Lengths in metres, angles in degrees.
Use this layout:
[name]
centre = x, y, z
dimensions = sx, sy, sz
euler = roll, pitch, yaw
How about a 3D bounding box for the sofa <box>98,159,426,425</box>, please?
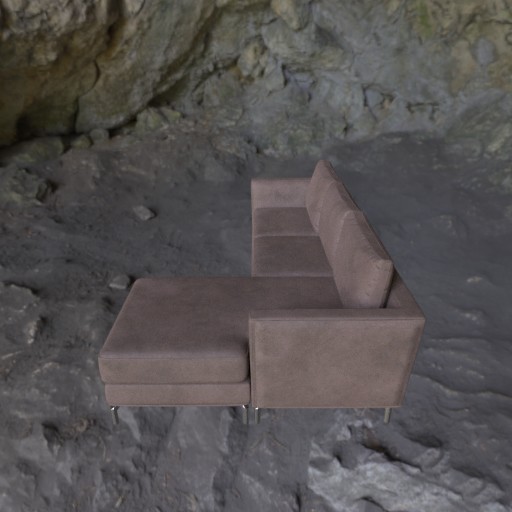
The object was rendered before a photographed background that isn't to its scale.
[sofa]
centre = 0.000, 0.000, 3.299
dimensions = 1.622, 0.987, 2.438
euler = 0, 26, 0
